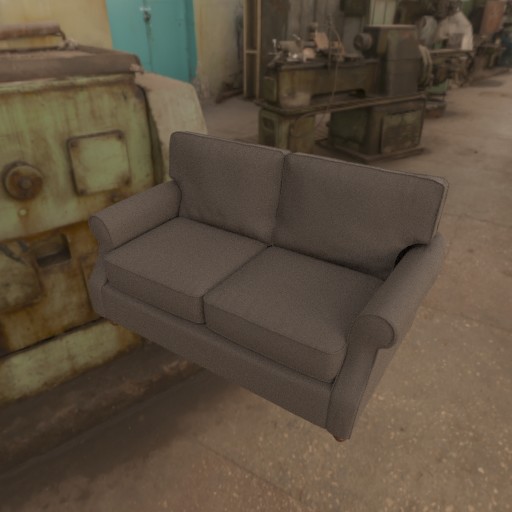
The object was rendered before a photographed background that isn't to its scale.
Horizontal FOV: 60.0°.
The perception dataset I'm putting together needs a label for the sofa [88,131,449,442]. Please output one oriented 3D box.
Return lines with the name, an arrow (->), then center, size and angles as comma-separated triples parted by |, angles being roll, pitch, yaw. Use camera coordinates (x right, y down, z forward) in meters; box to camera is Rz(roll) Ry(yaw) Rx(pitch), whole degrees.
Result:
sofa -> 0.000, 0.000, 2.224 | 1.665, 0.937, 0.964 | 18, 35, 29
